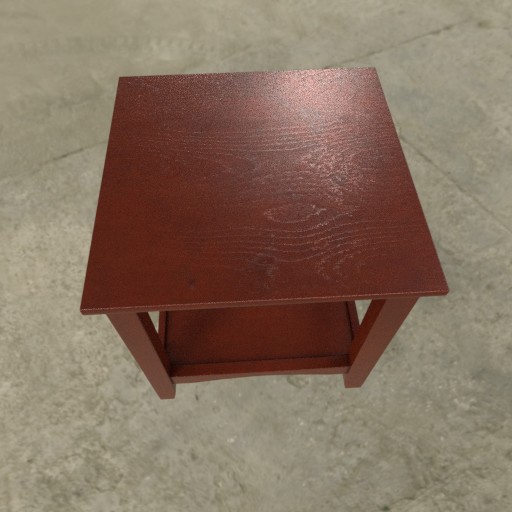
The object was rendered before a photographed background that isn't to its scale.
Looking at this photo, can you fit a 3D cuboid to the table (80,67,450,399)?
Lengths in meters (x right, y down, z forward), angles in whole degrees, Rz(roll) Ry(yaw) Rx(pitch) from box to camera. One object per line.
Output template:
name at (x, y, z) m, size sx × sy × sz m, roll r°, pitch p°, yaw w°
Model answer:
table at (0.000, 0.000, 0.966) m, size 0.523 × 0.558 × 0.522 m, roll -1°, pitch 57°, yaw -1°
